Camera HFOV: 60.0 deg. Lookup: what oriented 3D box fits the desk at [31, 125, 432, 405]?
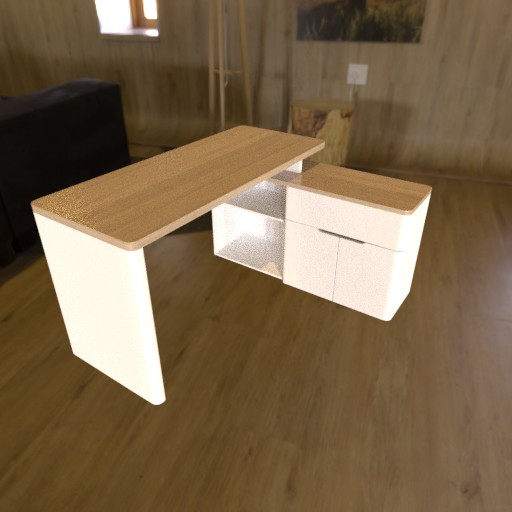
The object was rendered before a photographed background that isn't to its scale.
[{"bbox_3d":[0.000,0.000,2.111,1.175,0.770,1.400,19,36,29],"label":"desk"}]
